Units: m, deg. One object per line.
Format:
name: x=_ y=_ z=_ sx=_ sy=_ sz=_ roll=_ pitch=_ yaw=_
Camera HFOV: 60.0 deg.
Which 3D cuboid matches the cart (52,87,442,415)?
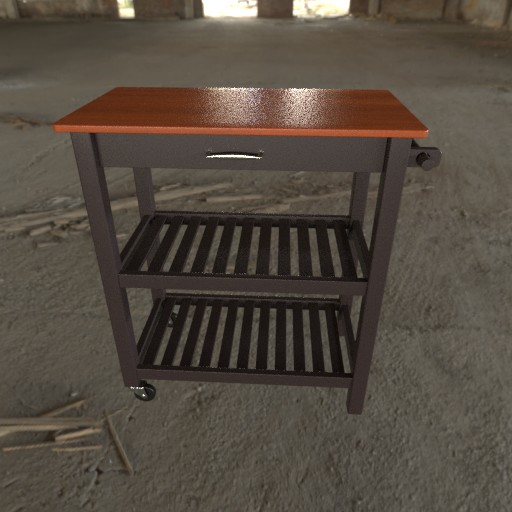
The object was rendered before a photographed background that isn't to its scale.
cart: x=0.000 y=0.000 z=1.404 sx=0.899 sy=0.927 sz=0.457 roll=2 pitch=31 yaw=3
